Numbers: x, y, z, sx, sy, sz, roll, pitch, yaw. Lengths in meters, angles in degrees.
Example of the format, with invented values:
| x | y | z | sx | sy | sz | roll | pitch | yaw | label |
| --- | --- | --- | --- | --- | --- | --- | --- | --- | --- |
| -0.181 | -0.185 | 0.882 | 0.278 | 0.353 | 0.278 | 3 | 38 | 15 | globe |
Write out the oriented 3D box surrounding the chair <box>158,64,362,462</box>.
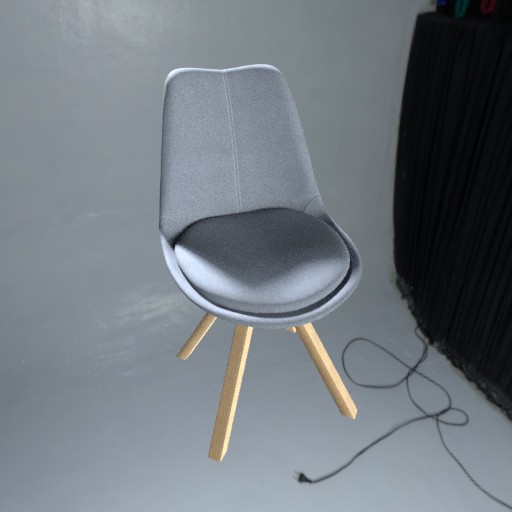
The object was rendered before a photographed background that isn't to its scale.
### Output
| x | y | z | sx | sy | sz | roll | pitch | yaw | label |
| --- | --- | --- | --- | --- | --- | --- | --- | --- | --- |
| 0.000 | 0.000 | 1.166 | 0.474 | 0.863 | 0.549 | -10 | 32 | -17 | chair |
